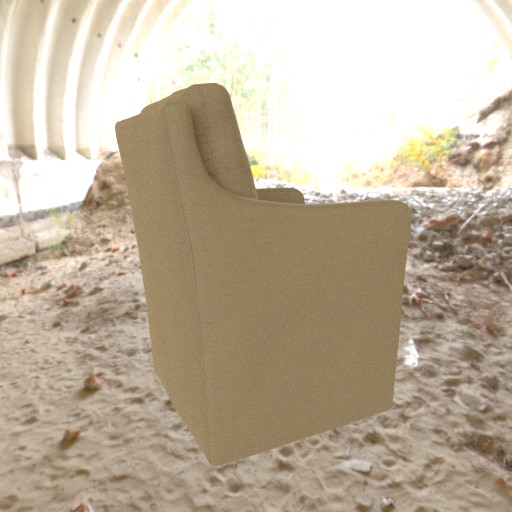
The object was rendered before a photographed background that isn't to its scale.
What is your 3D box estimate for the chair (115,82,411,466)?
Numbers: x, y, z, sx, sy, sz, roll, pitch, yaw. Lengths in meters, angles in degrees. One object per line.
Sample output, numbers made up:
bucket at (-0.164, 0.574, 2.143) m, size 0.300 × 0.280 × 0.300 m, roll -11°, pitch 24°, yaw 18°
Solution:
chair at (0.000, 0.000, 1.353) m, size 0.694 × 0.914 × 0.626 m, roll -6°, pitch 14°, yaw -26°
